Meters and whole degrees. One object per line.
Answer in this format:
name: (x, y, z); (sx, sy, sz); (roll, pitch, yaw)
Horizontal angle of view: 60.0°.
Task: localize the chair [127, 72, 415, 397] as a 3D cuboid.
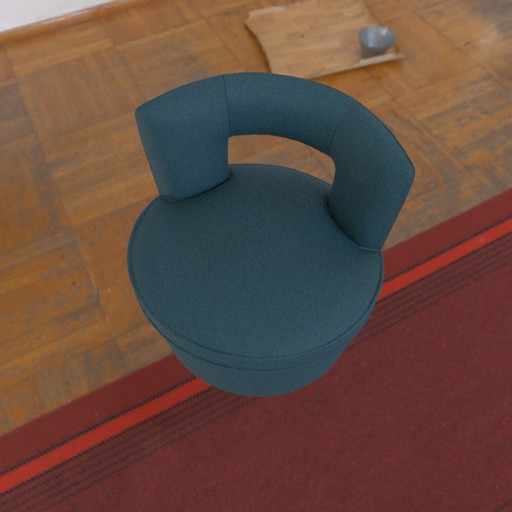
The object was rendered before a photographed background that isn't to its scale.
chair: (0.000, 0.000, 1.223); (0.684, 0.711, 0.660); (15, 59, 9)
